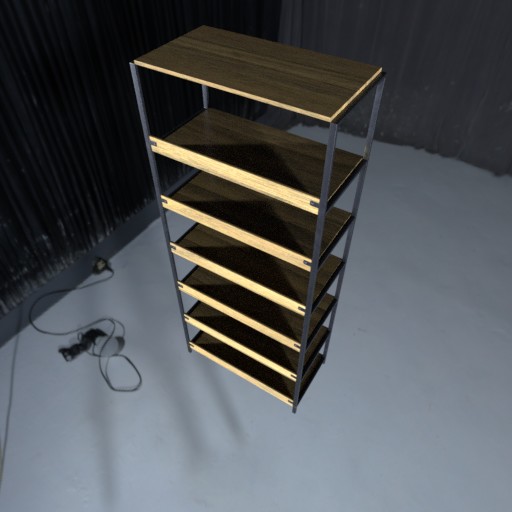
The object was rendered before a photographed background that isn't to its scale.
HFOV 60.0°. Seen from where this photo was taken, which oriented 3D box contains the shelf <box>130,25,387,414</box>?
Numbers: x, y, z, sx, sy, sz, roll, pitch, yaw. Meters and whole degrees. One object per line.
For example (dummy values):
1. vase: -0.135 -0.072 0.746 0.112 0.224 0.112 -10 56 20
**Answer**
1. shelf: 0.000 0.000 2.339 0.847 2.015 0.431 24 51 22
